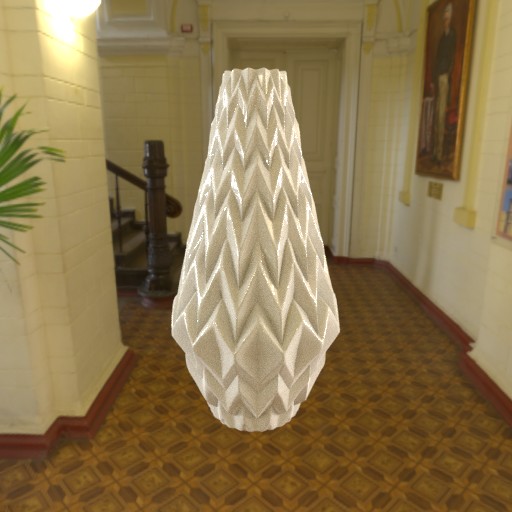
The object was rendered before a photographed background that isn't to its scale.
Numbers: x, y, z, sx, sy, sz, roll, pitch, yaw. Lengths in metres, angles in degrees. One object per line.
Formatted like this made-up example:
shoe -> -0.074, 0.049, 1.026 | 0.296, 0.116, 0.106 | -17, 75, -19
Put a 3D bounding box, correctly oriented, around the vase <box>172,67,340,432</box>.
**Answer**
vase -> 0.000, 0.000, 0.424 | 0.167, 0.328, 0.167 | 0, 15, 0
